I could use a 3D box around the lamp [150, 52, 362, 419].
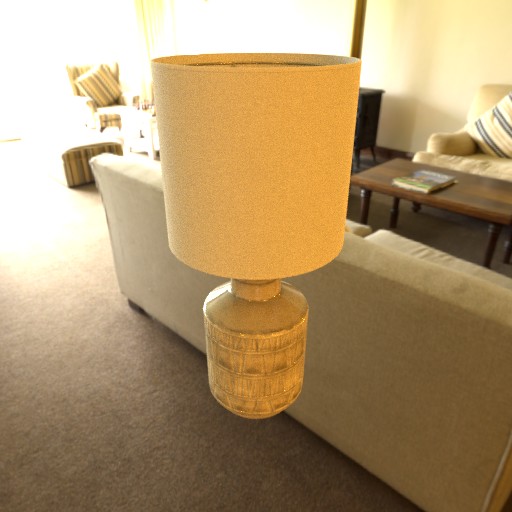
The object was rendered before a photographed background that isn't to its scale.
[{"bbox_3d":[0.000,0.000,0.557,0.211,0.455,0.211,-1,28,-2],"label":"lamp"}]
